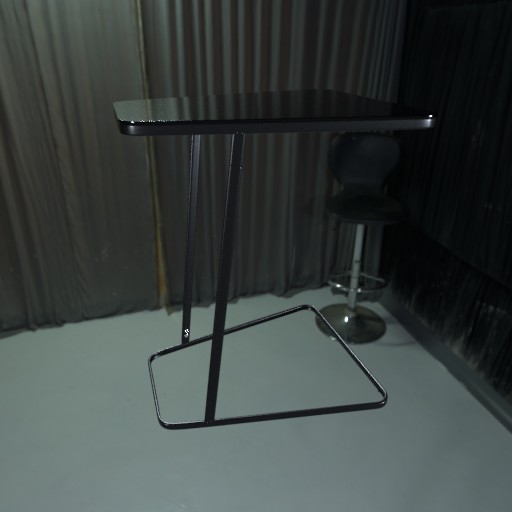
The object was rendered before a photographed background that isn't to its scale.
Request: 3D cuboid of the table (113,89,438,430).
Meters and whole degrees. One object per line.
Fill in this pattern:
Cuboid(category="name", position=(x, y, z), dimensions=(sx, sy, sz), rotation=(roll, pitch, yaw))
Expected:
Cuboid(category="table", position=(0.000, 0.000, 0.953), dimensions=(0.500, 0.624, 0.427), rotation=(-8, 27, -17))
